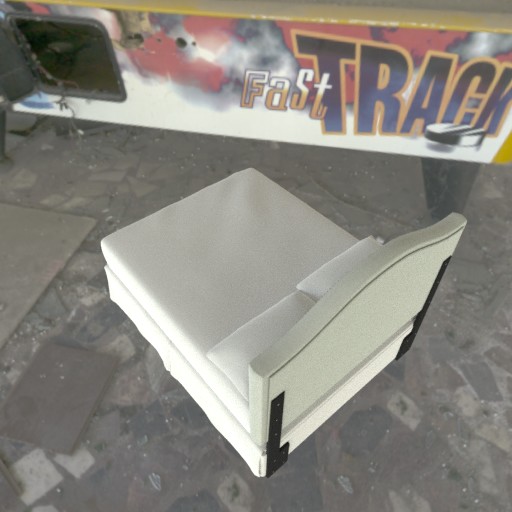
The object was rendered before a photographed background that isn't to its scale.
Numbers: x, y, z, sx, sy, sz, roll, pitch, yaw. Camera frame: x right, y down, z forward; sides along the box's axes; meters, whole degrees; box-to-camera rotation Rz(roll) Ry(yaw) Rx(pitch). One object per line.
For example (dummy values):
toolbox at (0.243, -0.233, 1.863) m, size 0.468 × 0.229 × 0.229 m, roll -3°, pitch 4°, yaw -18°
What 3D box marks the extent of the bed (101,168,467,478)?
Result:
bed at (0.000, 0.000, 3.418) m, size 1.813 × 1.607 × 2.180 m, roll -31°, pitch 53°, yaw -27°
